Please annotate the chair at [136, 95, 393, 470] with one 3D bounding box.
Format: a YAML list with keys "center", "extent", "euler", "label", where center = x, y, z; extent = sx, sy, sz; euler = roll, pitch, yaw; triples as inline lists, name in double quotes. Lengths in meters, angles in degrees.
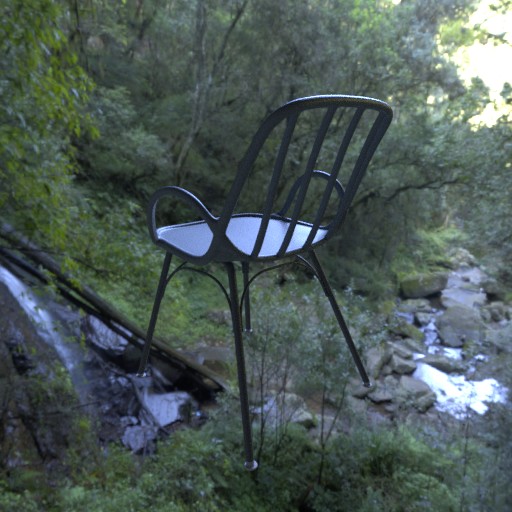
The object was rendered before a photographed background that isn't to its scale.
- center: [0.000, 0.000, 1.235]
  extent: [0.549, 0.816, 0.597]
  euler: [-15, 22, -41]
  label: "chair"
